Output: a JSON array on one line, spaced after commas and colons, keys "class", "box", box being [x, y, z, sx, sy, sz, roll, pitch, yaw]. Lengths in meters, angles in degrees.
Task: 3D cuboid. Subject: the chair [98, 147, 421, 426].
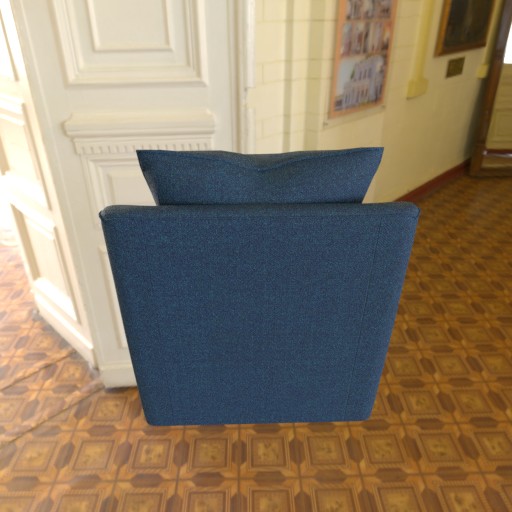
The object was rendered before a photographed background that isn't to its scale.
[{"class": "chair", "box": [0.000, 0.000, 1.544, 0.750, 0.939, 0.870, -1, 30, -1]}]
